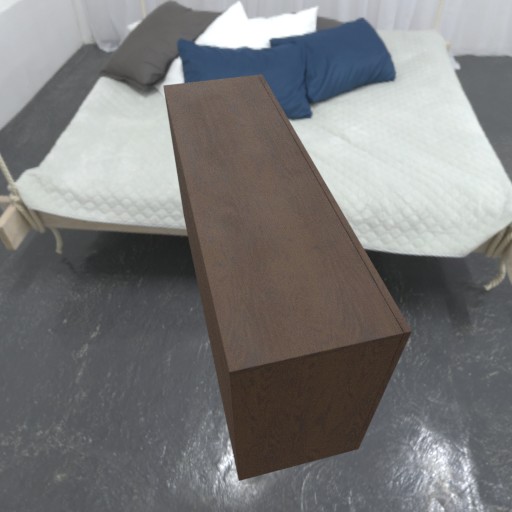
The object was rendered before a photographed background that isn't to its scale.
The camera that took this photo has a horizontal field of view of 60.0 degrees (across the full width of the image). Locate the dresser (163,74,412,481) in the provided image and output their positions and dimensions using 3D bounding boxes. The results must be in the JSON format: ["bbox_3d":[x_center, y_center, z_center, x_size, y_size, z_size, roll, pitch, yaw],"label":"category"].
[{"bbox_3d":[0.000,0.000,1.927,0.512,0.889,1.523,-10,47,-10],"label":"dresser"}]
